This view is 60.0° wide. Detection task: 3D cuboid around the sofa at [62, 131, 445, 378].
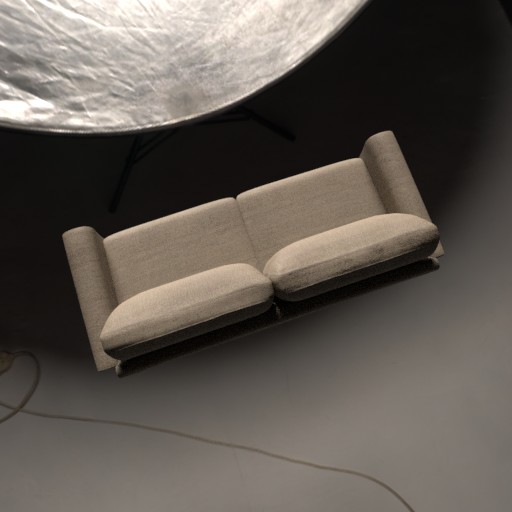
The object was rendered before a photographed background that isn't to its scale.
[{"bbox_3d":[0.000,0.000,2.494,1.935,0.942,0.842,-18,77,-4],"label":"sofa"}]
